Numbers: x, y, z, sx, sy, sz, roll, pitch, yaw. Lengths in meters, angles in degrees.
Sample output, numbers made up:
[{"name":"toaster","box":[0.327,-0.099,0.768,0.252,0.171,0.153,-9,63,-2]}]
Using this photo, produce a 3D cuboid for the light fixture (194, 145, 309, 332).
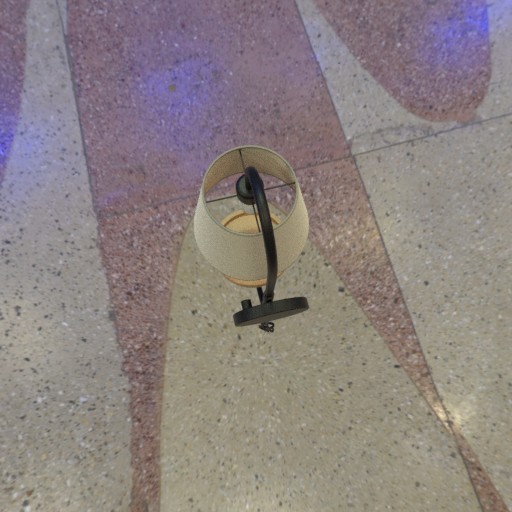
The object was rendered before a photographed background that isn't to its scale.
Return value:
[{"name":"light fixture","box":[0.000,0.000,0.937,0.220,0.821,0.299,-13,77,-3]}]
